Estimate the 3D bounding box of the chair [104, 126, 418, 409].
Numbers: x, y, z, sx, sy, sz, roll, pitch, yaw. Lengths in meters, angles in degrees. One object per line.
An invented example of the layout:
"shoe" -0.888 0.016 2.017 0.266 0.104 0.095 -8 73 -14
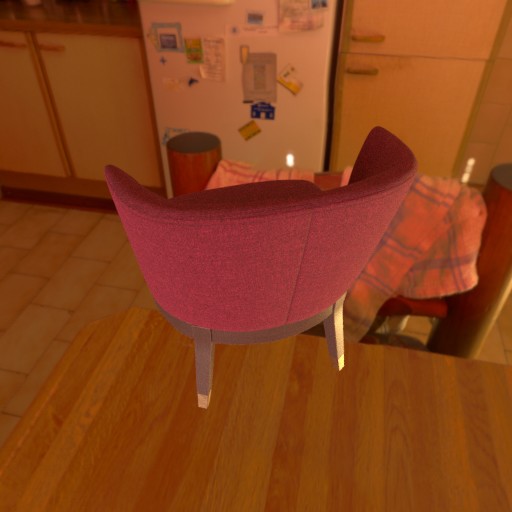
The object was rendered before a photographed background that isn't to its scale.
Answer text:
"chair" 0.000 0.000 1.262 0.700 0.760 0.660 -12 41 -14
